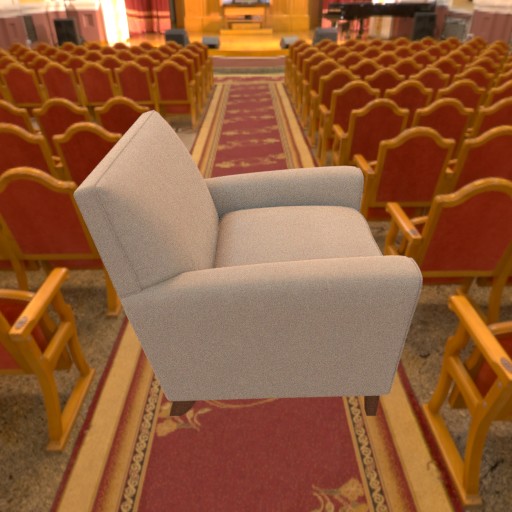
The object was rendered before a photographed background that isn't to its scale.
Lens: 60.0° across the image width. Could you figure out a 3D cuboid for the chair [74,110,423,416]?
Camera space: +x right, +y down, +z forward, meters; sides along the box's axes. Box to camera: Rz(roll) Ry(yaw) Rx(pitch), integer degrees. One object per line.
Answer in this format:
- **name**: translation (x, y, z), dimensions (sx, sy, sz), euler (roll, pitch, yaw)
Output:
- **chair**: translation (0.000, 0.000, 1.582), dimensions (0.871, 0.846, 0.840), euler (0, 31, 0)
